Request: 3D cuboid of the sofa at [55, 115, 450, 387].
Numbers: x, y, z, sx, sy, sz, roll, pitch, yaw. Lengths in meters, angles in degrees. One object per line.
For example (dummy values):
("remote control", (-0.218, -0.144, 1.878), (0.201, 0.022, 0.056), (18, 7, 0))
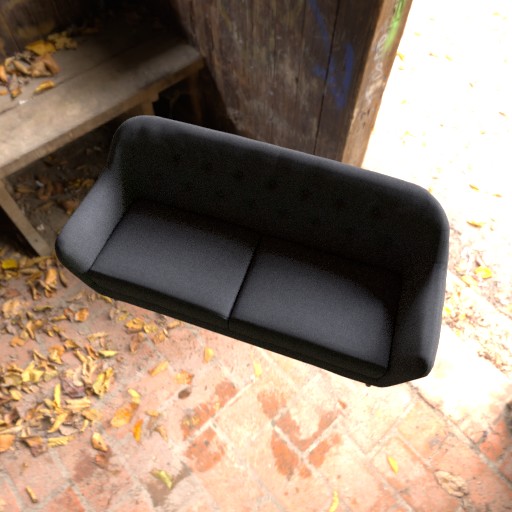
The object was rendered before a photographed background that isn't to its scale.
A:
("sofa", (0.000, 0.000, 2.299), (1.840, 0.820, 0.820), (17, 61, 10))
